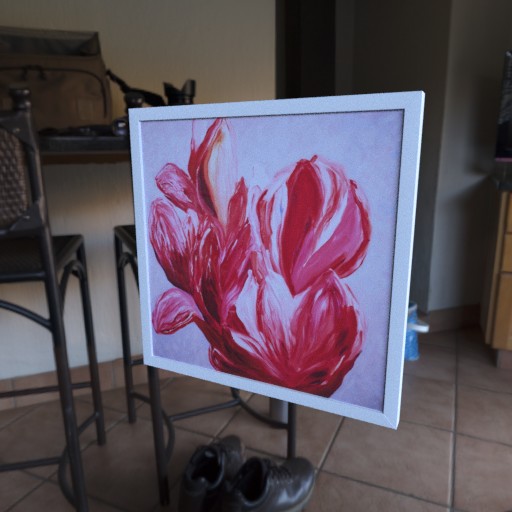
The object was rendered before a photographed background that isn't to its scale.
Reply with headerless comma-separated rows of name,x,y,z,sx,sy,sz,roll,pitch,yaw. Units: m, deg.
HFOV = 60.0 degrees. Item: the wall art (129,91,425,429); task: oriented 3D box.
wall art,0.000,0.000,0.686,0.455,0.453,0.023,6,14,26
